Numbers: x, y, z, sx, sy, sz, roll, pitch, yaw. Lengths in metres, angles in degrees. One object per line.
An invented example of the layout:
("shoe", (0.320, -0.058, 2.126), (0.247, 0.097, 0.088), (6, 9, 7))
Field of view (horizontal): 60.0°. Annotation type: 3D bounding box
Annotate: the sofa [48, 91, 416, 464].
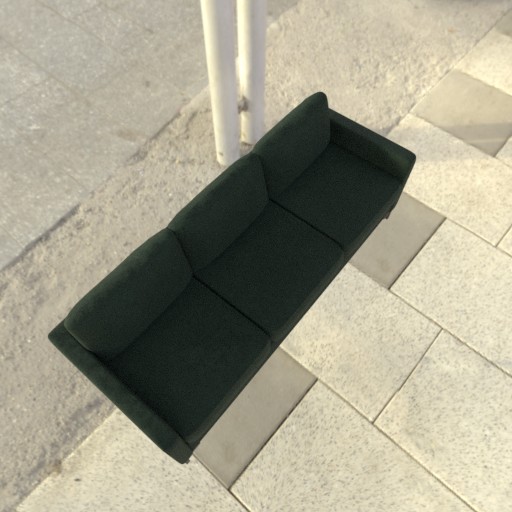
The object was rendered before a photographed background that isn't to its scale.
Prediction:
("sofa", (0.000, 0.000, 2.651), (0.859, 0.870, 2.218), (35, 65, 19))
